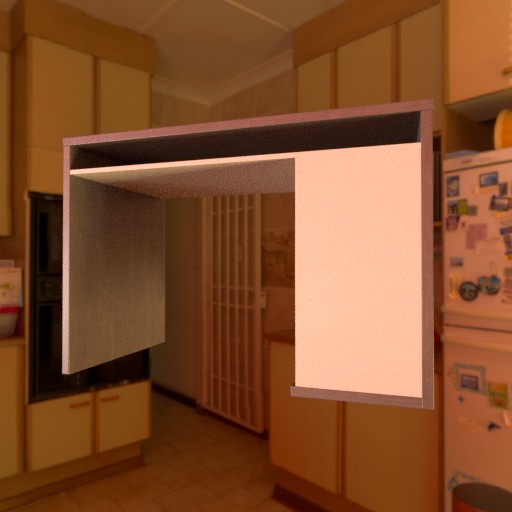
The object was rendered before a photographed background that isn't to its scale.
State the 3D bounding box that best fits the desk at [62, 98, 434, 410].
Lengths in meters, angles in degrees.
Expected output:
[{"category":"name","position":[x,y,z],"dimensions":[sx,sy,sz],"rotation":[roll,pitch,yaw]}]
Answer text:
[{"category":"desk","position":[0.000,0.000,1.520],"dimensions":[1.100,0.750,0.600],"rotation":[0,-1,18]}]
